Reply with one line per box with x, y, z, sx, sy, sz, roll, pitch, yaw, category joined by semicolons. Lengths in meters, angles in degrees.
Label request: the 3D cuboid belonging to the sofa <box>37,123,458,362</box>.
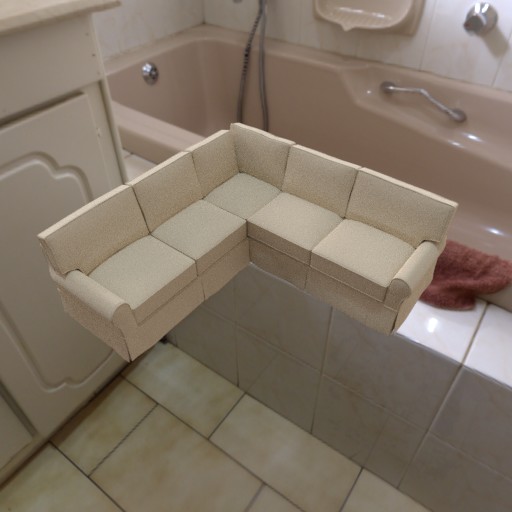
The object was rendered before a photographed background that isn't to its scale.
0.000;0.000;3.982;2.597;1.070;2.591;28;49;27;sofa
